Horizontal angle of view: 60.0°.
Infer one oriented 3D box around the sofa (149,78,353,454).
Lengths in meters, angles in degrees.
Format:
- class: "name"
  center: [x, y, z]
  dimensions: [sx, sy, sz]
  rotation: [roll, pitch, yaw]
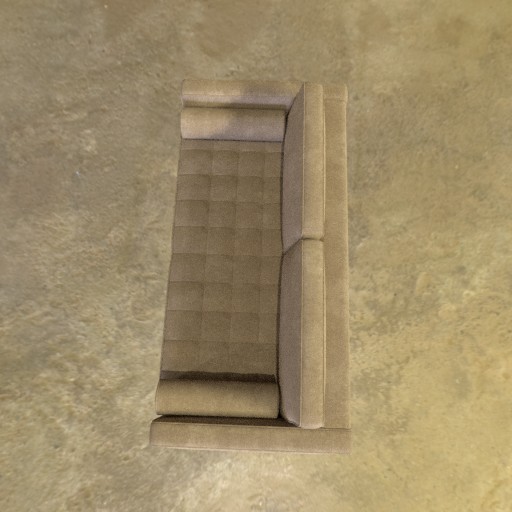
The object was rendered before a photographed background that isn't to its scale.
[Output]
- class: "sofa"
  center: [0.000, 0.000, 2.322]
  dimensions: [0.920, 0.769, 1.883]
  rotation: [2, 76, 1]
